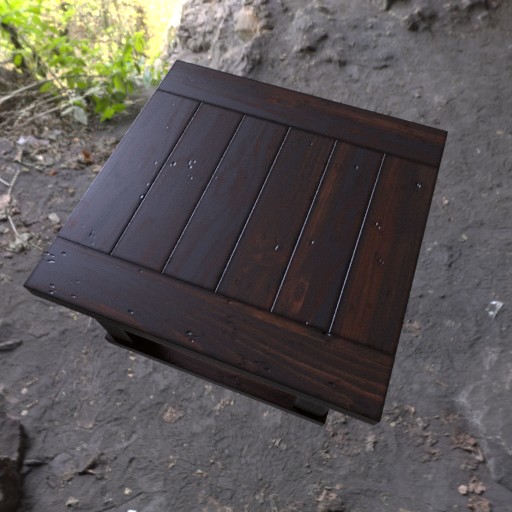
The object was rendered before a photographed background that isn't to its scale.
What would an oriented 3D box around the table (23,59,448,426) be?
[{"bbox_3d":[0.000,0.000,1.007,0.606,0.437,0.593,19,64,9],"label":"table"}]
